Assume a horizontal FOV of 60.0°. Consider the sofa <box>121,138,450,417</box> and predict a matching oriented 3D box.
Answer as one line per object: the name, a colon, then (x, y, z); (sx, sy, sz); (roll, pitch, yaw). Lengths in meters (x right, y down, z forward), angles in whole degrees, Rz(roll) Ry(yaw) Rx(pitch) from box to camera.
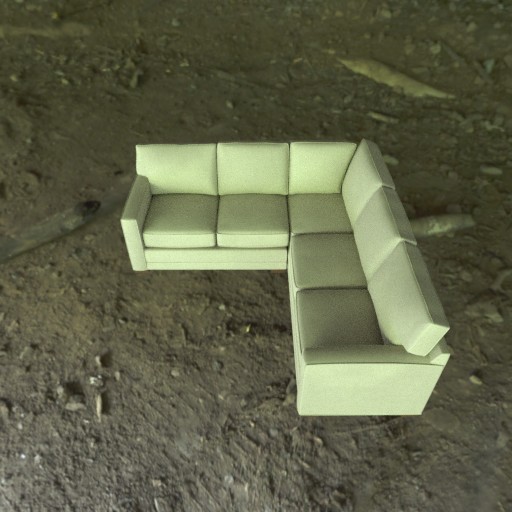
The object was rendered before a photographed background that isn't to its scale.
sofa: (0.000, 0.000, 3.431); (2.182, 0.939, 2.189); (0, 42, 0)
